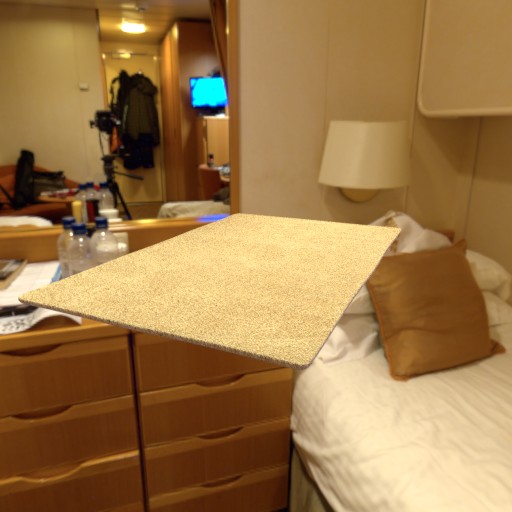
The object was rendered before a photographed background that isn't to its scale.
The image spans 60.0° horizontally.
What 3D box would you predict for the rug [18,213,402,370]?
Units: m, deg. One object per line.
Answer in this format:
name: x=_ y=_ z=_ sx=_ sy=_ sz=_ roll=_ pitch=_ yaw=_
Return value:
rug: x=0.000 y=0.000 z=2.866 sx=1.500 sy=0.025 sz=2.349 roll=8 pitch=18 yaw=24
